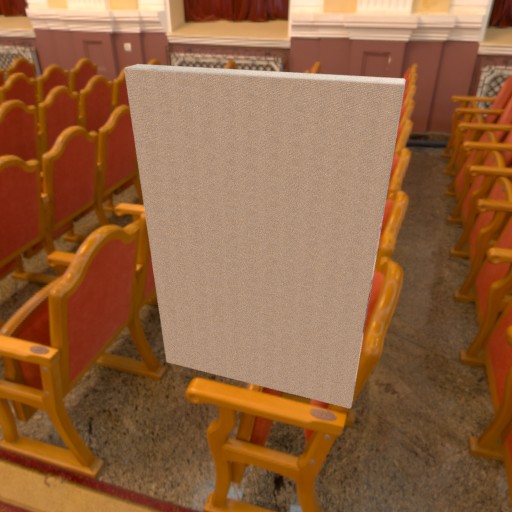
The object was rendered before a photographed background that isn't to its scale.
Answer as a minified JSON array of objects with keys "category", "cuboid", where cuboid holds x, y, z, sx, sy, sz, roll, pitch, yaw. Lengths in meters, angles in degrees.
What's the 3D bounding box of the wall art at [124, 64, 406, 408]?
[{"category":"wall art","cuboid":[0.000,0.000,1.177,0.609,0.911,0.061,10,33,16]}]
